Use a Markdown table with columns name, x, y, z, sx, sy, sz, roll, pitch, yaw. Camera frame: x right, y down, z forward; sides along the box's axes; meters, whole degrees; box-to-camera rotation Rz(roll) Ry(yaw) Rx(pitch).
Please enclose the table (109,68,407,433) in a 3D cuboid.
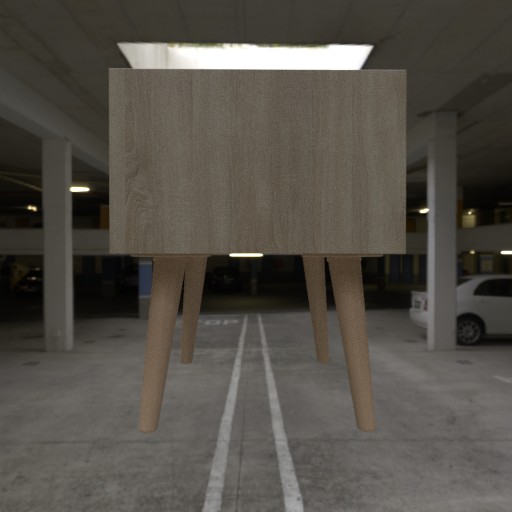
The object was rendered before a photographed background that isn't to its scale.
| name | x | y | z | sx | sy | sz | roll | pitch | yaw |
| --- | --- | --- | --- | --- | --- | --- | --- | --- | --- |
| table | 0.000 | 0.000 | 0.778 | 0.370 | 0.470 | 0.450 | 0 | 1 | -1 |
